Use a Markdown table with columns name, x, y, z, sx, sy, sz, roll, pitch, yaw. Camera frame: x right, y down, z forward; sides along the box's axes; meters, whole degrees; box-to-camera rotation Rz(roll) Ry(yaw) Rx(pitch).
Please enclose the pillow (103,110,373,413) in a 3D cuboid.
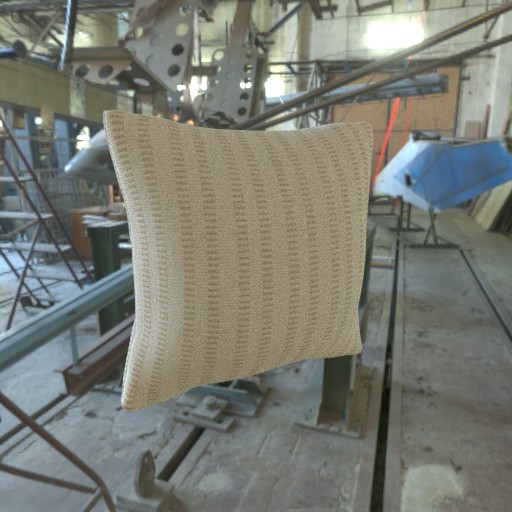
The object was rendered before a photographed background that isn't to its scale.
| name | x | y | z | sx | sy | sz | roll | pitch | yaw |
| --- | --- | --- | --- | --- | --- | --- | --- | --- | --- |
| pillow | 0.000 | 0.000 | 0.693 | 0.438 | 0.419 | 0.247 | -7 | 14 | -27 |
